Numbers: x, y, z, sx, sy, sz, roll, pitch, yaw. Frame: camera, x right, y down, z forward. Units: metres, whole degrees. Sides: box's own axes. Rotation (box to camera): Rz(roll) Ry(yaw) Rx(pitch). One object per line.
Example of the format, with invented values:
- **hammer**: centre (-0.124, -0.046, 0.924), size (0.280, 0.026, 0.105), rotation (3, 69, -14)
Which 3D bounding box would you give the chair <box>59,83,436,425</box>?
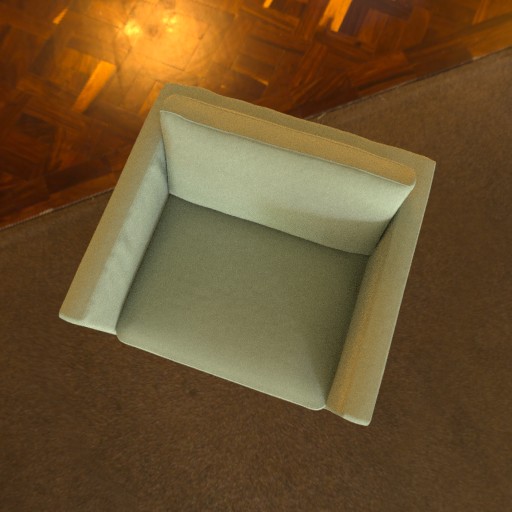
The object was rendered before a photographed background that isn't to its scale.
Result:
- **chair**: centre (0.000, 0.000, 1.724), size (1.057, 0.863, 0.949), rotation (18, 76, 5)
